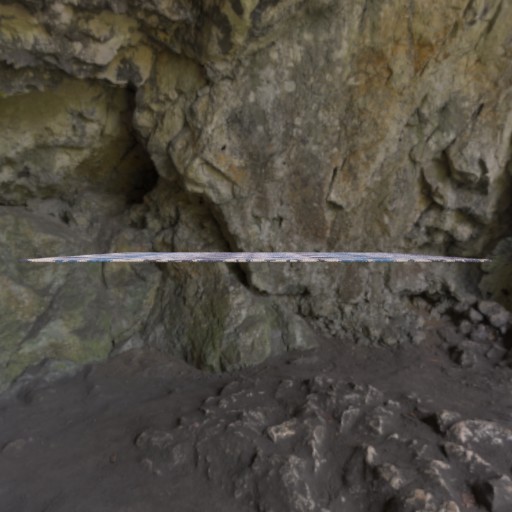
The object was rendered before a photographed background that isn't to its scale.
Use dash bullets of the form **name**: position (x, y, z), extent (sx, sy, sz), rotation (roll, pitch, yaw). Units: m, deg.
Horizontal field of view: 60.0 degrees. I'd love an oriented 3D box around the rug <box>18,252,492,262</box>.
- **rug**: position (0.000, 0.000, 2.940), extent (2.261, 0.013, 1.676), rotation (0, 2, 0)
